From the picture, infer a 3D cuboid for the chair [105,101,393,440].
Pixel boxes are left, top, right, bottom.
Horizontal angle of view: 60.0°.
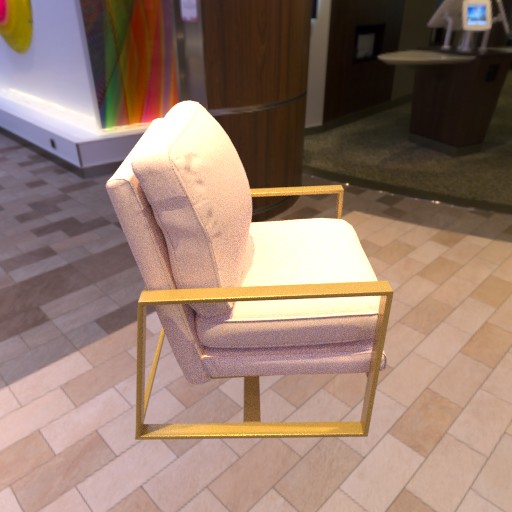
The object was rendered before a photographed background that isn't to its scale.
[{"bbox_3d":[0.000,0.000,1.550,0.813,0.956,0.758,0,31,-1],"label":"chair"}]
